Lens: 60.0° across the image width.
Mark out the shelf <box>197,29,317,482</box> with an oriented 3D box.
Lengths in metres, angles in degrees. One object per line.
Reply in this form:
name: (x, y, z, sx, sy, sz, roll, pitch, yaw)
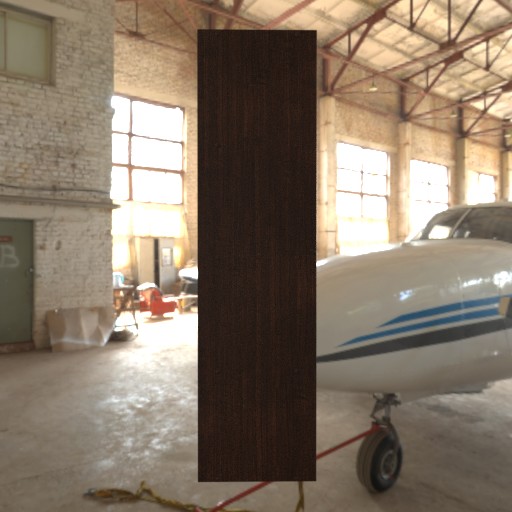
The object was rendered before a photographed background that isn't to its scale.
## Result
shelf: (0.000, 0.000, 1.282, 0.290, 1.099, 0.415, 0, 1, -1)
